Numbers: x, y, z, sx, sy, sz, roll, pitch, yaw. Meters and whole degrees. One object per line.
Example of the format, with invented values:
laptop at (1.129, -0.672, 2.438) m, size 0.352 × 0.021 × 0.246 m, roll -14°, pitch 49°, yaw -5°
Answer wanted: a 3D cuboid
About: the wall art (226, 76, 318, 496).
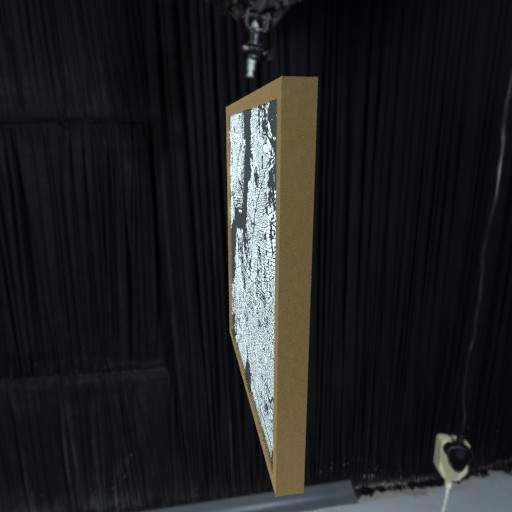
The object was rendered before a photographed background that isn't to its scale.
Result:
wall art at (0.000, 0.000, 1.900) m, size 0.095 × 1.284 × 1.284 m, roll -3°, pitch 15°, yaw -10°
